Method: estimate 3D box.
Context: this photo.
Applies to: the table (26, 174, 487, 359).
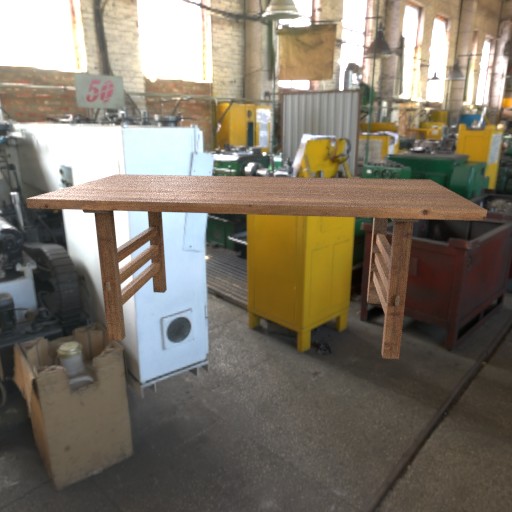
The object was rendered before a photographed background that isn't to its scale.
[{"bbox_3d":[0.000,0.000,2.470,2.003,0.760,0.952,2,17,7],"label":"table"}]
